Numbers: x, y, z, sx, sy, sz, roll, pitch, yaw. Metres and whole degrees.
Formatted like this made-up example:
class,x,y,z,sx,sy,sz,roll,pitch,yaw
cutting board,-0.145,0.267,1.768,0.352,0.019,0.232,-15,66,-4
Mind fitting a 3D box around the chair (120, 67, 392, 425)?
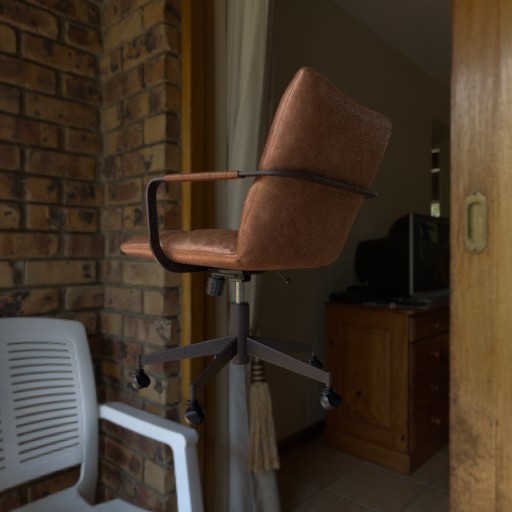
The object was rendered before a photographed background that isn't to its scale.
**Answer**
class,x,y,z,sx,sy,sz,roll,pitch,yaw
chair,0.000,0.000,1.489,0.754,0.922,0.727,0,1,37
